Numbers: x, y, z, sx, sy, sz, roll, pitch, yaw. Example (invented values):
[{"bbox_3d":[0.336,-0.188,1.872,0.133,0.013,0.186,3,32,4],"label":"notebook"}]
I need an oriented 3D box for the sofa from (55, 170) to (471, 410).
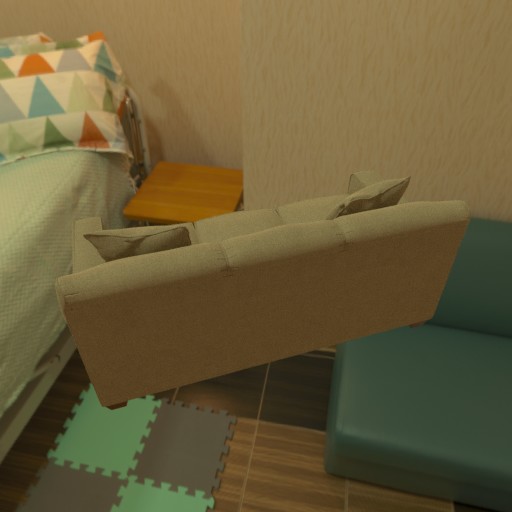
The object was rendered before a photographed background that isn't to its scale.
[{"bbox_3d":[0.000,0.000,2.629,2.024,0.958,0.997,-12,41,-14],"label":"sofa"}]
